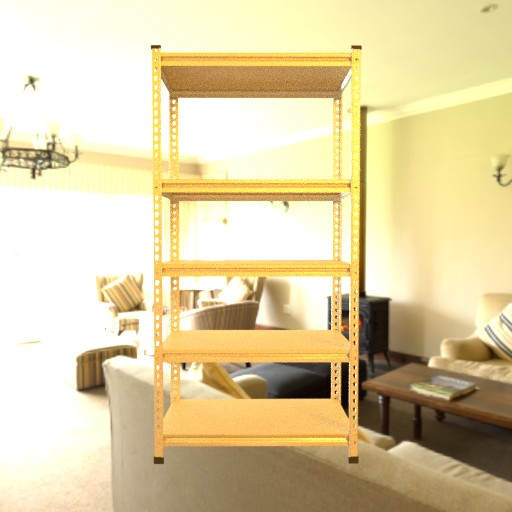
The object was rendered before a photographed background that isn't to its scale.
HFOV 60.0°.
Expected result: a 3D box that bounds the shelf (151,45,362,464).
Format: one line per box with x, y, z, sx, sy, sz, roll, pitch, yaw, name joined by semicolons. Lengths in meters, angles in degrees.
0.000;0.000;2.163;0.914;1.829;0.457;0;2;0;shelf
